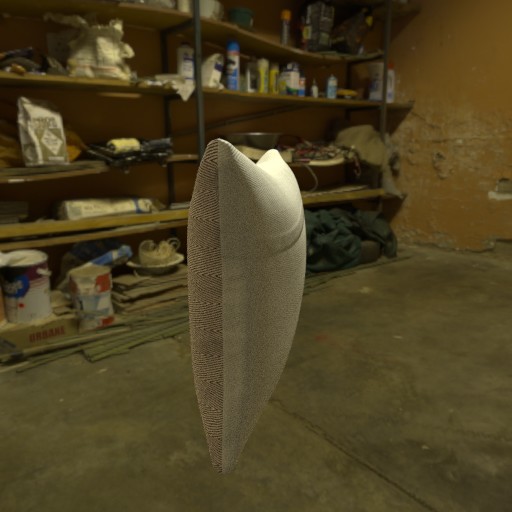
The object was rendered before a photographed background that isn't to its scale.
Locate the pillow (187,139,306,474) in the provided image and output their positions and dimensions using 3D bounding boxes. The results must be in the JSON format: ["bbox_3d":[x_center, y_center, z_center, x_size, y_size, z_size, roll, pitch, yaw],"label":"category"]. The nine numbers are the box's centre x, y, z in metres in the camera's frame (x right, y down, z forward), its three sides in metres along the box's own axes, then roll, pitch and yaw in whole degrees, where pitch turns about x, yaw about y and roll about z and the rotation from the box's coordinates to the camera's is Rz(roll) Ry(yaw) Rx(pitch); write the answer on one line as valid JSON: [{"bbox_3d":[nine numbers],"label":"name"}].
[{"bbox_3d":[0.000,0.000,0.620,0.139,0.305,0.506,2,13,7],"label":"pillow"}]
